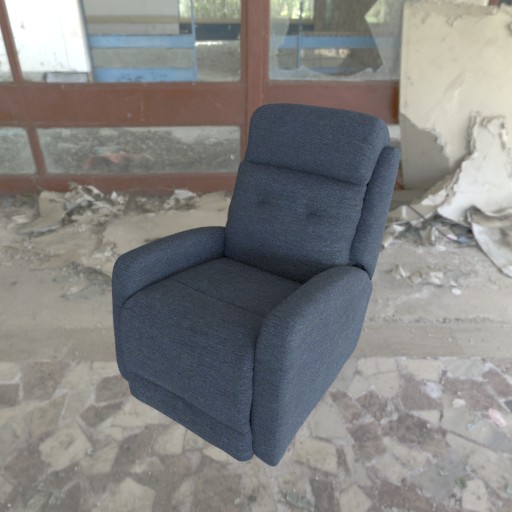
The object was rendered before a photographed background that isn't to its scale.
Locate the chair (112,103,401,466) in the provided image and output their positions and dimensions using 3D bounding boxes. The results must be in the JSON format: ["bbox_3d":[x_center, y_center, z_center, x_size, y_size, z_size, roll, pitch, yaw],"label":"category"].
[{"bbox_3d":[0.000,0.000,1.737,0.798,1.013,1.043,19,34,30],"label":"chair"}]
